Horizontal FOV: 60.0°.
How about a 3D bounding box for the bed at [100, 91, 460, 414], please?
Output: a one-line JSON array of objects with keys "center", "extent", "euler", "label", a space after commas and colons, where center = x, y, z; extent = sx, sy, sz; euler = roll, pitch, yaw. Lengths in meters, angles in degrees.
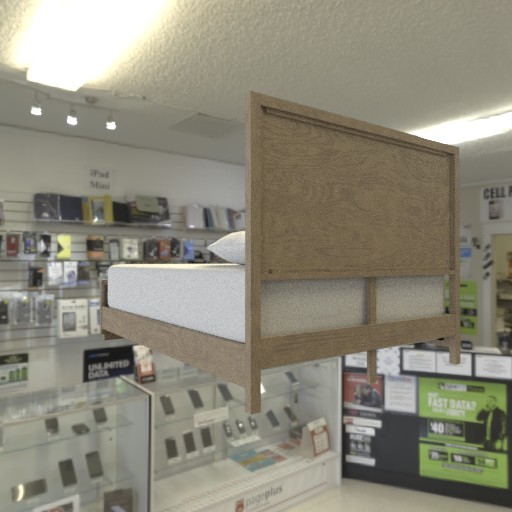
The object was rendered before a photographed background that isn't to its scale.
[{"center": [0.000, 0.000, 3.230], "extent": [1.606, 1.369, 2.189], "euler": [1, -1, -35], "label": "bed"}]
